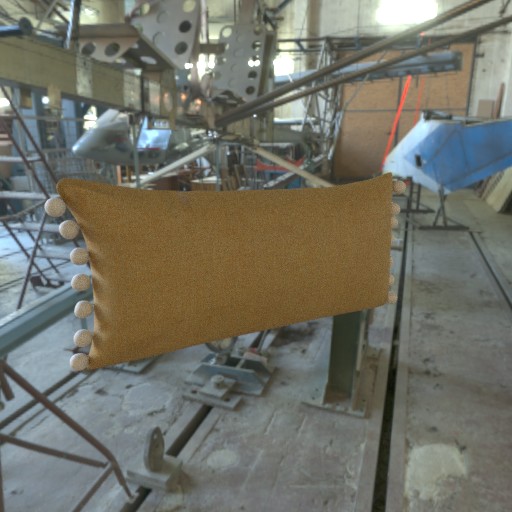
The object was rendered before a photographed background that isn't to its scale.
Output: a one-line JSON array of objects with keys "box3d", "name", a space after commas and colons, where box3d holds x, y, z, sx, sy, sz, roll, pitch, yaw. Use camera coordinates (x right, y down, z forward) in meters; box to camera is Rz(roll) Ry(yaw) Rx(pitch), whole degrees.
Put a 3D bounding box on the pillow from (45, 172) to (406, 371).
[{"box3d": [0.000, 0.000, 0.848, 0.709, 0.322, 0.201, -7, 17, -25], "name": "pillow"}]
